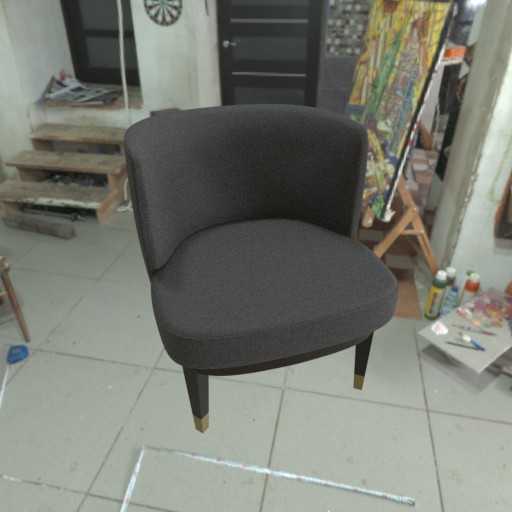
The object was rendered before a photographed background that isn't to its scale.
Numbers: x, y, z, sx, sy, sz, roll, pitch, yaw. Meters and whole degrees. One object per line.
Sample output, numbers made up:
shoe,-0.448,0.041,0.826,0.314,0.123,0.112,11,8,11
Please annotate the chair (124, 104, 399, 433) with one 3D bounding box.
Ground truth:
chair,0.000,0.000,1.283,0.639,0.695,0.698,-10,33,-15
